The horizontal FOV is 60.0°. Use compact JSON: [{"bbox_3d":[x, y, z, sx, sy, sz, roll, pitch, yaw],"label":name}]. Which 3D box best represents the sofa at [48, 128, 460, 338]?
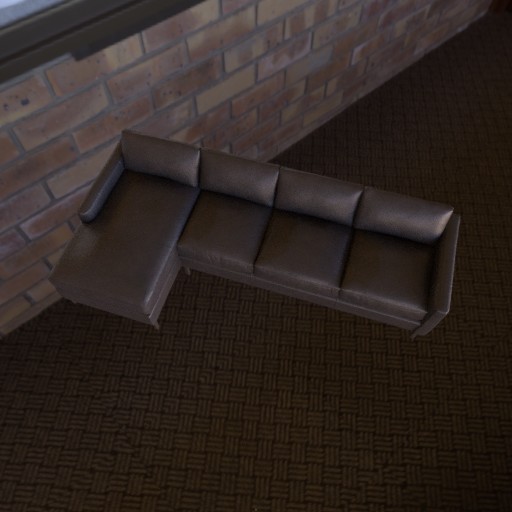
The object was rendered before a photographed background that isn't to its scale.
[{"bbox_3d":[0.000,0.000,3.617,2.993,0.859,1.471,15,61,9],"label":"sofa"}]
